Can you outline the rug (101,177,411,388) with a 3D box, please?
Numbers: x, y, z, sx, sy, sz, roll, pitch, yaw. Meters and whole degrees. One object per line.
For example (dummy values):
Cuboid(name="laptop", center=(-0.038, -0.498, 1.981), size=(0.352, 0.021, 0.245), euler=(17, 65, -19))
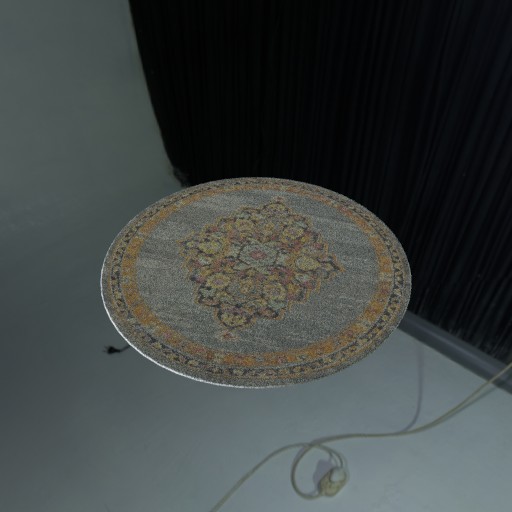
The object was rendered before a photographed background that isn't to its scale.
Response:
Cuboid(name="rug", center=(0.000, 0.000, 2.360), size=(1.598, 0.010, 1.598), euler=(0, 41, 0))
